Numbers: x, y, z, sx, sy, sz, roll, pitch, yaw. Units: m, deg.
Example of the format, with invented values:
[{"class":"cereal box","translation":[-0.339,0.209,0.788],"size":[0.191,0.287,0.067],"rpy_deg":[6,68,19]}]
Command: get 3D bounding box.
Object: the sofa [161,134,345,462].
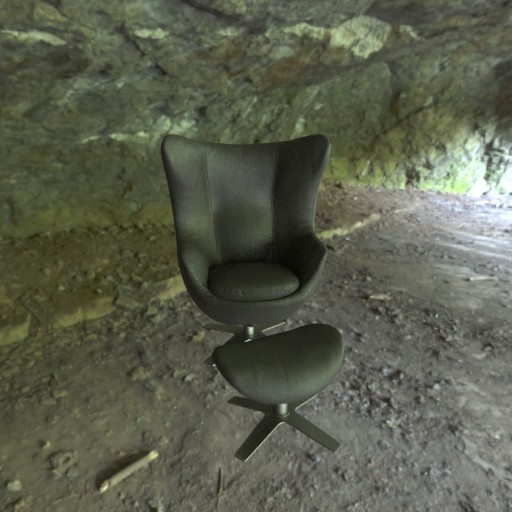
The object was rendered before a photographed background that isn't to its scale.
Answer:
[{"class":"sofa","translation":[0.000,0.000,2.156],"size":[0.894,1.135,1.444],"rpy_deg":[-2,16,-8]}]
